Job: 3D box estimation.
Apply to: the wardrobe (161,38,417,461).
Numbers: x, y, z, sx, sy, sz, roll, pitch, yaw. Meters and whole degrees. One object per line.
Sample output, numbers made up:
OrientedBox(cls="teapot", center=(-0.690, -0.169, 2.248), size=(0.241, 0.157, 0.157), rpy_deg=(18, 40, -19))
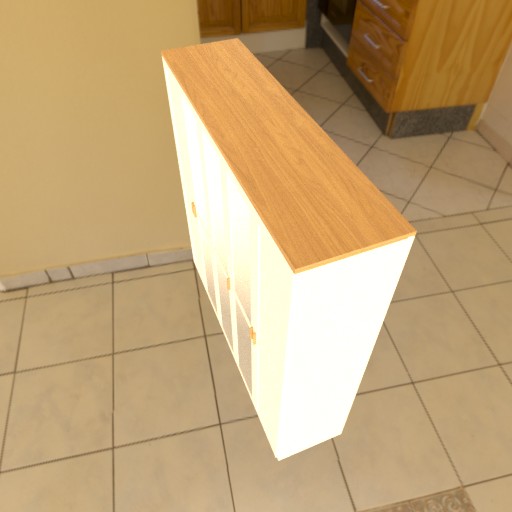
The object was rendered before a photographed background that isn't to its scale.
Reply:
OrientedBox(cls="wardrobe", center=(0.000, 0.000, 3.305), size=(0.590, 2.260, 2.160), rpy_deg=(-17, 50, -15))
